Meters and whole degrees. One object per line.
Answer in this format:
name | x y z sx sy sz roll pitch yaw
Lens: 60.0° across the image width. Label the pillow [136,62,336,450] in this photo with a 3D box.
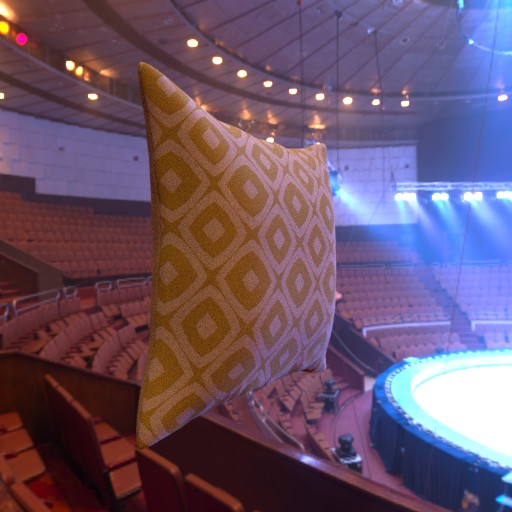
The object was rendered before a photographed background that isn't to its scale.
pillow | 0.000 0.000 0.764 0.188 0.494 0.504 -1 -1 36
